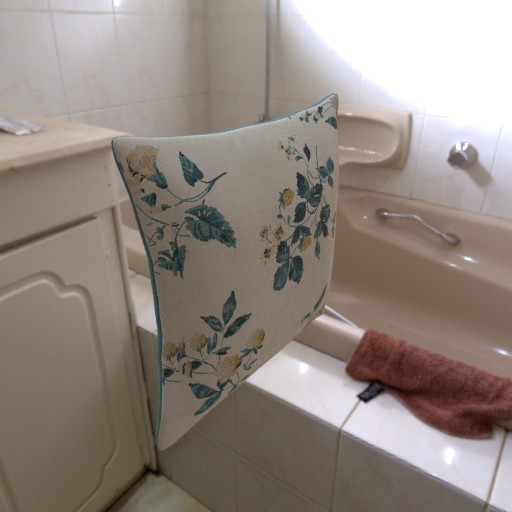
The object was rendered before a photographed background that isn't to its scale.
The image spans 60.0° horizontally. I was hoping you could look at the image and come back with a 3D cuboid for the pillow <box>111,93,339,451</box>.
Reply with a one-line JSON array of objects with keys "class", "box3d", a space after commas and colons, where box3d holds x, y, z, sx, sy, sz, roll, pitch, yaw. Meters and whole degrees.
[{"class": "pillow", "box3d": [0.000, 0.000, 0.798, 0.166, 0.507, 0.526, 20, 33, 33]}]
